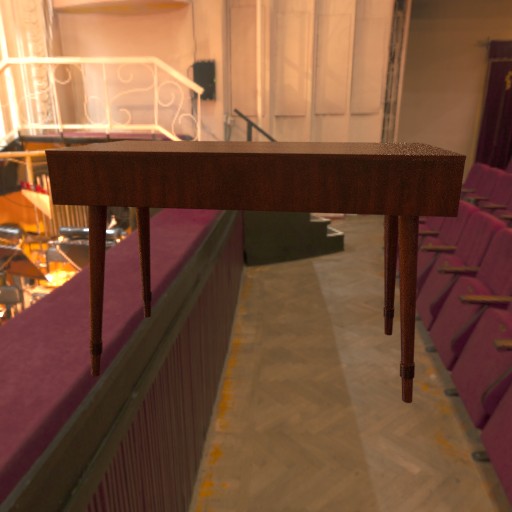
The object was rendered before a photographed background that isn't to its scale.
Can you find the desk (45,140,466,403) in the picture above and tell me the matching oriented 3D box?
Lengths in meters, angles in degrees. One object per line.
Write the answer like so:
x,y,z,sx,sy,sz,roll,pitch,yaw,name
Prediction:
0.000,0.000,2.138,1.577,1.031,0.734,3,18,8,desk
